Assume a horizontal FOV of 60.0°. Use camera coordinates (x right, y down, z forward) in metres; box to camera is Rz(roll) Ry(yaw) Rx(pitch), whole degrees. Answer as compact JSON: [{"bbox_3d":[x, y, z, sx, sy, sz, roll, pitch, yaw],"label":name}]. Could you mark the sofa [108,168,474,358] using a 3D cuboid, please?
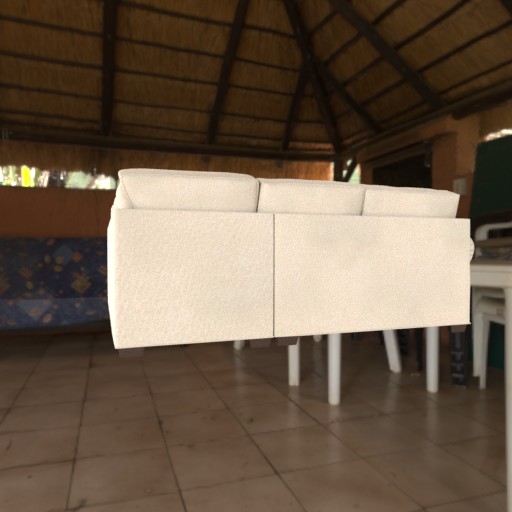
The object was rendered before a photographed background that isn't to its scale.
[{"bbox_3d":[0.000,0.000,3.948,2.487,1.054,2.569,0,1,-19],"label":"sofa"}]
